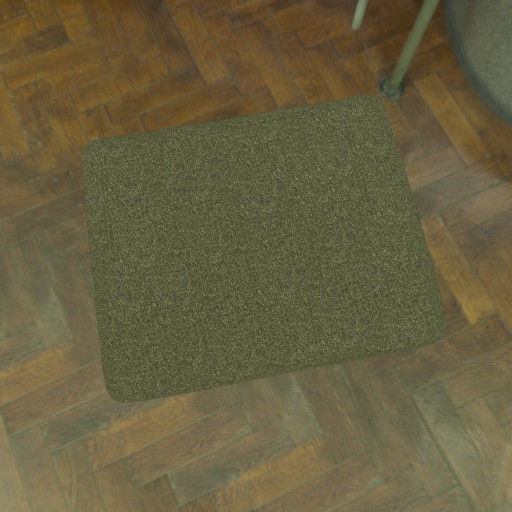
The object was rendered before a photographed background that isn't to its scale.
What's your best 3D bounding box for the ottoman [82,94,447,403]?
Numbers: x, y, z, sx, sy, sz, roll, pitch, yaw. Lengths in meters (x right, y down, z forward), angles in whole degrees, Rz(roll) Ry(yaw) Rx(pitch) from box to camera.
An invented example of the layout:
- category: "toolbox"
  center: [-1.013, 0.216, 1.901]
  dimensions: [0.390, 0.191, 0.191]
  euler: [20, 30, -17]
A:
- category: "ottoman"
  center: [0.000, 0.000, 1.136]
  dimensions: [0.742, 0.476, 0.598]
  euler: [-10, 76, -3]
